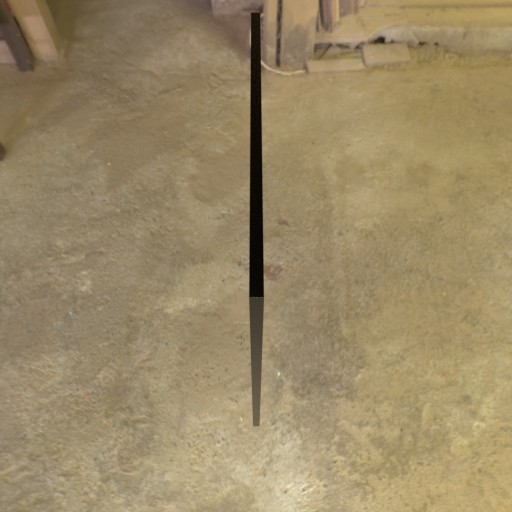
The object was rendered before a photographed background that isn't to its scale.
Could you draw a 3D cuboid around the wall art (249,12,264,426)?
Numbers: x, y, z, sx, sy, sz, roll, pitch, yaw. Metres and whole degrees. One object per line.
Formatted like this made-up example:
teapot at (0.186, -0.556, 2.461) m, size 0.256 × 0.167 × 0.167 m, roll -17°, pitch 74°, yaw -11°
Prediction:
wall art at (0.000, 0.000, 0.753) m, size 0.013 × 0.582 × 0.442 m, roll 0°, pitch 59°, yaw 0°
